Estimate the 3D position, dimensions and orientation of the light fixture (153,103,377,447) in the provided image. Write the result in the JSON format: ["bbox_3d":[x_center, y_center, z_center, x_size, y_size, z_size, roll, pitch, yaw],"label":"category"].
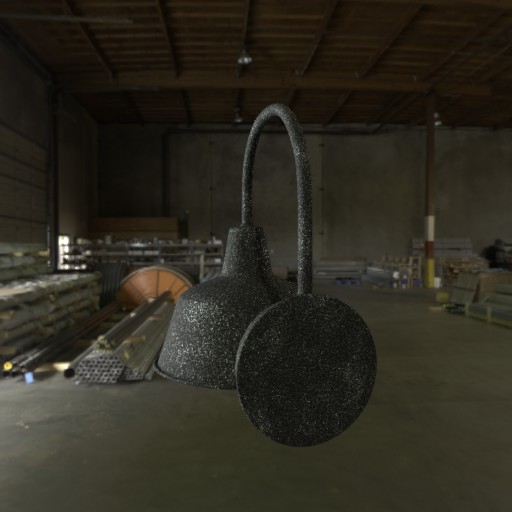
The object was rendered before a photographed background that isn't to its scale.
[{"bbox_3d":[0.000,0.000,0.487,0.216,0.300,0.283,0,1,-18],"label":"light fixture"}]
